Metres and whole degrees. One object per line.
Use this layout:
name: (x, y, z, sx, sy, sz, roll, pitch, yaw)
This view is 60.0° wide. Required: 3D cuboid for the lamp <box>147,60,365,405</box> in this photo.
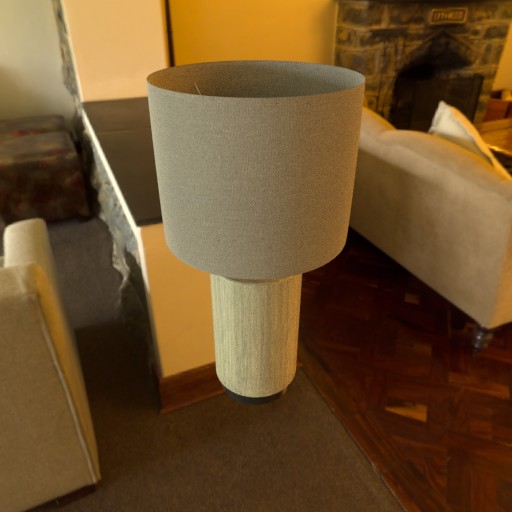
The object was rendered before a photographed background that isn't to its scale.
lamp: (0.000, 0.000, 0.581, 0.228, 0.444, 0.228, 9, 32, 14)
